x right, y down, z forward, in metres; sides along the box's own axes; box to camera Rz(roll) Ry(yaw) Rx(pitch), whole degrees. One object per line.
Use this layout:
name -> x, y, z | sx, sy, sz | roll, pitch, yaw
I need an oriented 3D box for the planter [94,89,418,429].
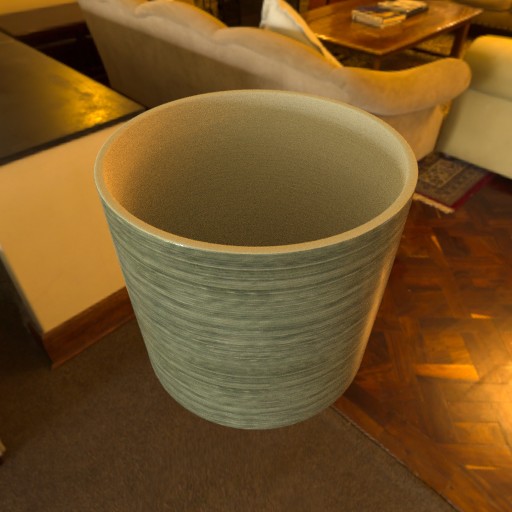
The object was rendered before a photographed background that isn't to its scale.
planter -> 0.000, 0.000, 0.380 | 0.221, 0.201, 0.221 | 0, 42, 0
